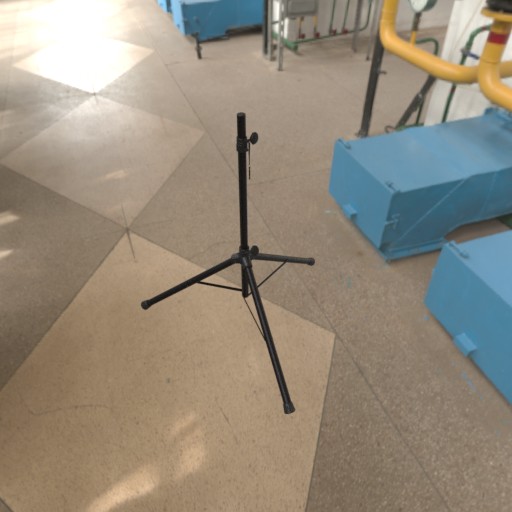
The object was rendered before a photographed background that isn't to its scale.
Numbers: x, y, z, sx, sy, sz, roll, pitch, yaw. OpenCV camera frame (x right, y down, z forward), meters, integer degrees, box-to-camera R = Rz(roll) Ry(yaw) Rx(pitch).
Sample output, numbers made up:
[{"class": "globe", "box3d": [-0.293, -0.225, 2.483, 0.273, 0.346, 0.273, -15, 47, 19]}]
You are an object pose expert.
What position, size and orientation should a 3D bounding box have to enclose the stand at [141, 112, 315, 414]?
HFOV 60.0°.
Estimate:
[{"class": "stand", "box3d": [0.000, 0.000, 1.896, 1.045, 1.136, 0.907, -13, 43, -14]}]
